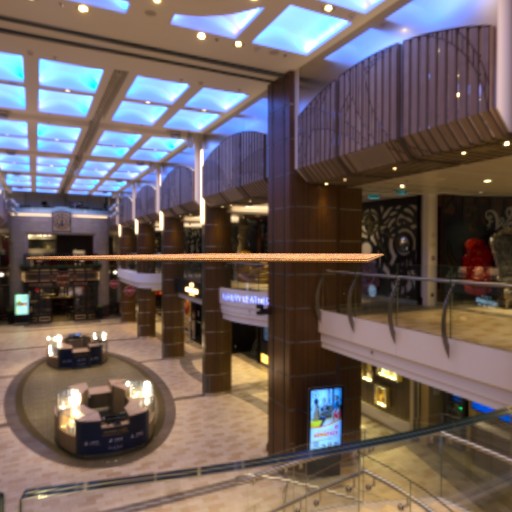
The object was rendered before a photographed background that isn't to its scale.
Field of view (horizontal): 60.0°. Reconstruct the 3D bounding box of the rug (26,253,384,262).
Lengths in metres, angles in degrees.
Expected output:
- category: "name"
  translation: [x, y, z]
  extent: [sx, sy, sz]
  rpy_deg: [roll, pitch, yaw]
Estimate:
- category: "rug"
  translation: [0.000, 0.000, 3.796]
  extent: [2.043, 0.019, 2.916]
  rpy_deg: [0, 1, 17]
